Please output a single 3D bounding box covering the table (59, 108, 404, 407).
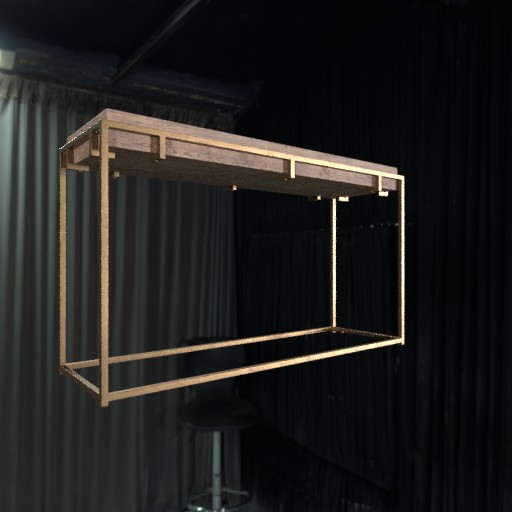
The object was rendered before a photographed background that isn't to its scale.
[{"bbox_3d":[0.000,0.000,1.802,1.400,0.820,0.440,0,0,-38],"label":"table"}]
